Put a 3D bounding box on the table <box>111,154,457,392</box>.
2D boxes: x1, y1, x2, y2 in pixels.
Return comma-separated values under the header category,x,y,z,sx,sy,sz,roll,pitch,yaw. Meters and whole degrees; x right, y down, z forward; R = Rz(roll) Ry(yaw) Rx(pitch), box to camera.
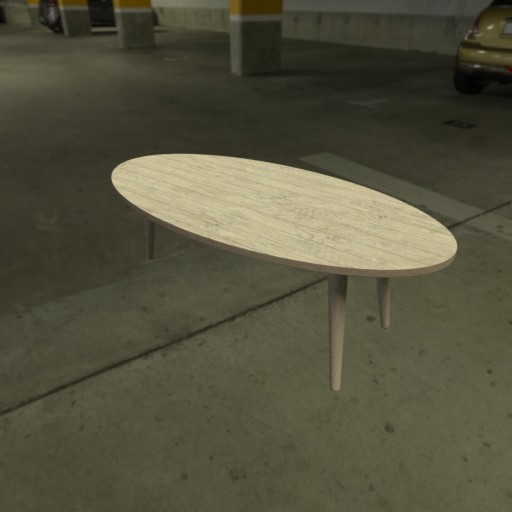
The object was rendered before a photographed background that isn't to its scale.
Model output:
category,x,y,z,sx,sy,sz,roll,pitch,yaw
table,0.000,0.000,1.343,1.083,0.390,0.542,21,36,32
